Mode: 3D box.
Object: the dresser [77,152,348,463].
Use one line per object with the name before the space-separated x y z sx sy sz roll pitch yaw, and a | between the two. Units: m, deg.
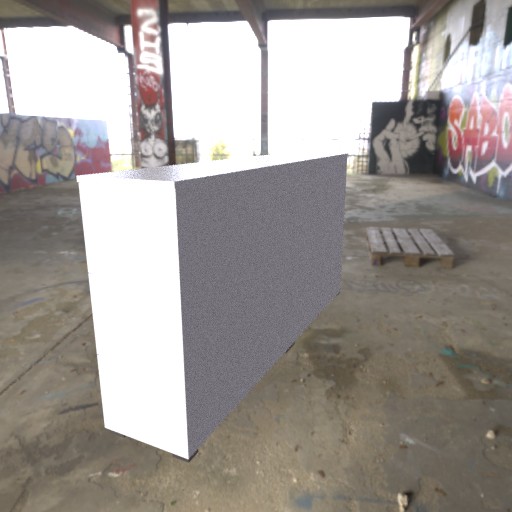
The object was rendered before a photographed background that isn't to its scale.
dresser | 0.000 0.000 1.877 0.333 0.790 1.535 8 17 25
